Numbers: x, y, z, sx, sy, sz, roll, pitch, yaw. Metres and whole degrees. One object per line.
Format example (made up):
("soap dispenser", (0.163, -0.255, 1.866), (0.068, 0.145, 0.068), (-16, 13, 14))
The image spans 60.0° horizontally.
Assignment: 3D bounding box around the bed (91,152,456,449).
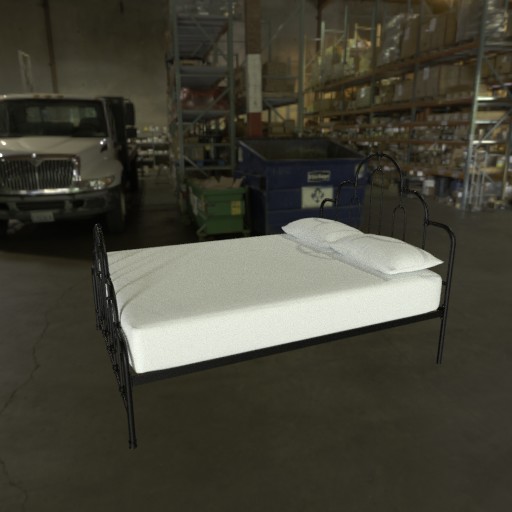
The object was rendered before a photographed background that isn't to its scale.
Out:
("bed", (0.000, 0.000, 3.239), (2.181, 1.444, 1.626), (-7, 17, -24))
